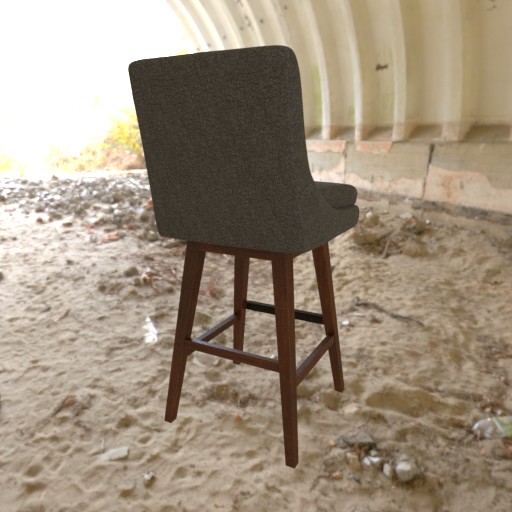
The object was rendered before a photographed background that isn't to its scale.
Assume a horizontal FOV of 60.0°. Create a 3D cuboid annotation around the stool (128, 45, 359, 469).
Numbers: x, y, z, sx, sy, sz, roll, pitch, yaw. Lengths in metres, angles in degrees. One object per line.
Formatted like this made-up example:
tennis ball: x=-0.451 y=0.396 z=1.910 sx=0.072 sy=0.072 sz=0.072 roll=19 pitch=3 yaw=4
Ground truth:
stool: x=0.000 y=0.000 z=1.350 sx=0.489 sy=1.068 sz=0.572 roll=8 pitch=17 yaw=27
